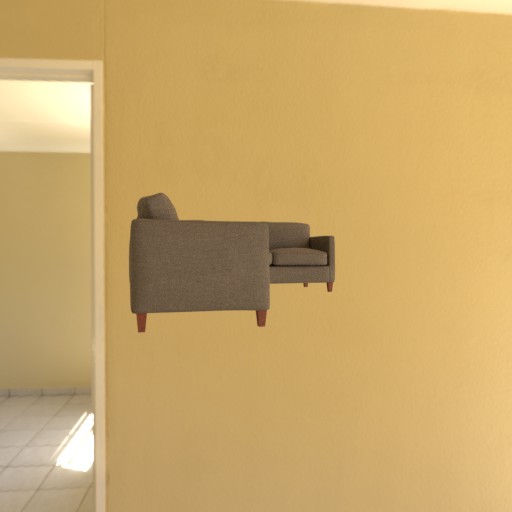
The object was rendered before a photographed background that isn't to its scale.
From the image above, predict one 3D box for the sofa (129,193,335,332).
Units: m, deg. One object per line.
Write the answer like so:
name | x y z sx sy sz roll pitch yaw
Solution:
sofa | 0.000 0.000 4.686 2.593 0.947 3.302 0 0 -16
